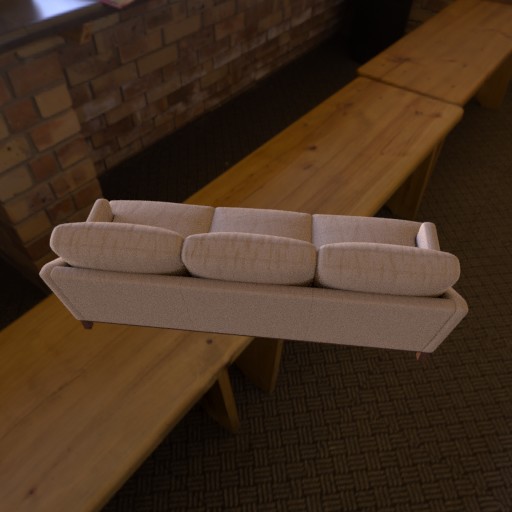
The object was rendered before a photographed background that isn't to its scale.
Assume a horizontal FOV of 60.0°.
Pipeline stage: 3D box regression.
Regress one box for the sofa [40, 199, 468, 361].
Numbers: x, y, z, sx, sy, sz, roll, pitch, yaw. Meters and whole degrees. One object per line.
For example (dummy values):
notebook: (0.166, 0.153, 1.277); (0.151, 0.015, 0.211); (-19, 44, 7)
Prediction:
sofa: (0.000, 0.000, 2.857); (2.321, 0.913, 1.000); (5, 47, 4)
